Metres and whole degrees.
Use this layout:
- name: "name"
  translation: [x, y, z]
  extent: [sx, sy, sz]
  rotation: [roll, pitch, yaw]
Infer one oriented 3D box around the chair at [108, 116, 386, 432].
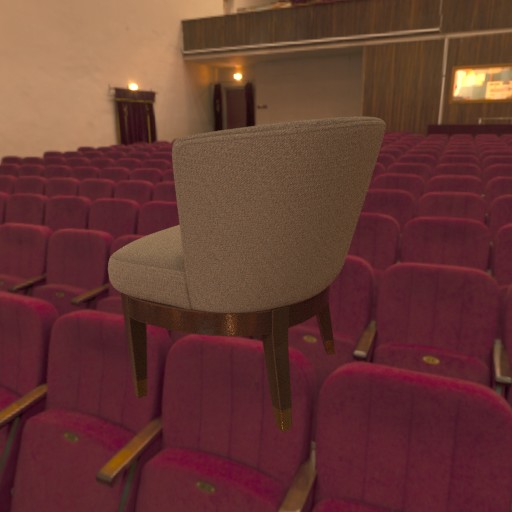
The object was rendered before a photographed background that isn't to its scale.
- name: "chair"
  translation: [0.000, 0.000, 1.288]
  extent: [0.660, 0.760, 0.700]
  rotation: [7, 17, 23]
